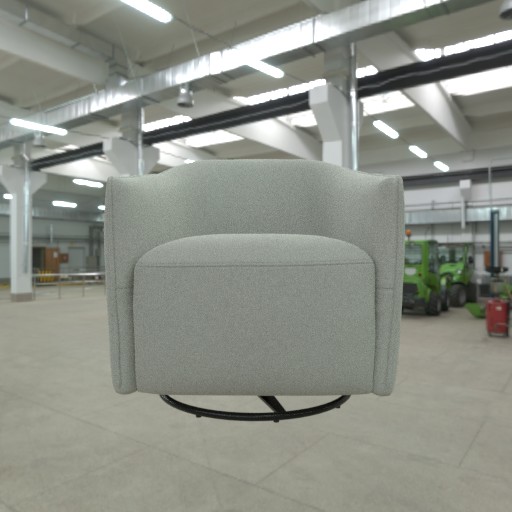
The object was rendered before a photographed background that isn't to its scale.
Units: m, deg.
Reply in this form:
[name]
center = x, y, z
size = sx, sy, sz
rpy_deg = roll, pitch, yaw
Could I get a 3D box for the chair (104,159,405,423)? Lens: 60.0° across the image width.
[chair]
center = 0.000, 0.000, 1.431
size = 0.747, 0.799, 0.875
rpy_deg = 0, 0, 1
